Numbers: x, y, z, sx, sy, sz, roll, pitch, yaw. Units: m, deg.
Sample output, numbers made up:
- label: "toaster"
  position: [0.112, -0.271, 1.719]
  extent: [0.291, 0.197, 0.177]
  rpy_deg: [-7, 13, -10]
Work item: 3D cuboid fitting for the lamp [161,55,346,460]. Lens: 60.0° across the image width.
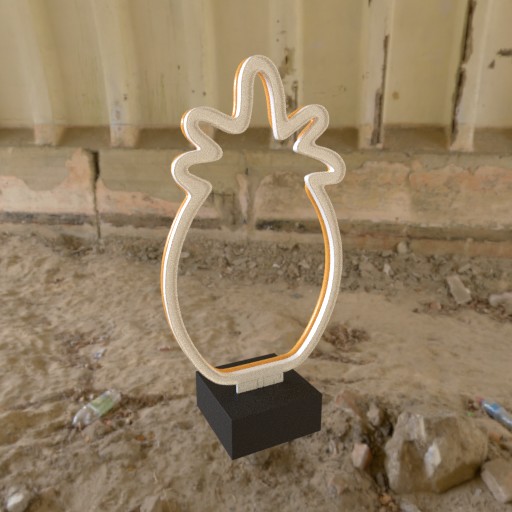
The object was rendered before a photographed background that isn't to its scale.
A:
- label: "lamp"
  position: [0.000, 0.000, 0.382]
  extent: [0.167, 0.317, 0.088]
  rpy_deg: [-7, 16, -26]
